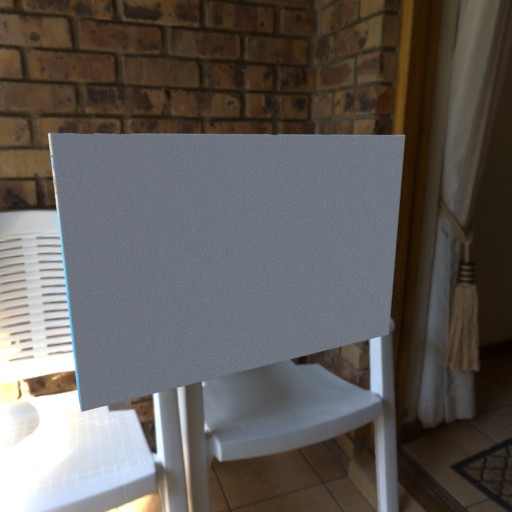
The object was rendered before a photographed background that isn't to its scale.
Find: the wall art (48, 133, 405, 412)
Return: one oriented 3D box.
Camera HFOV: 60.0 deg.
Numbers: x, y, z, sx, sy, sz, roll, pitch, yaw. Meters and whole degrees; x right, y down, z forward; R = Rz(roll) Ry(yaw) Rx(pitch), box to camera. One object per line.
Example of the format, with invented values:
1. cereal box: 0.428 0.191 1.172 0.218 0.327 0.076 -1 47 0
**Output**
1. wall art: 0.000 0.000 1.123 0.894 0.595 0.057 -7 16 -26
